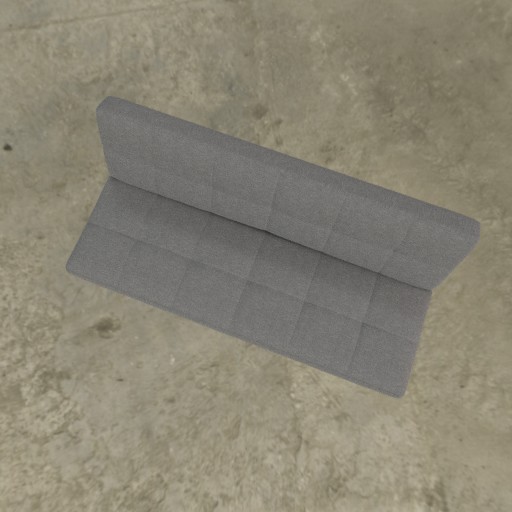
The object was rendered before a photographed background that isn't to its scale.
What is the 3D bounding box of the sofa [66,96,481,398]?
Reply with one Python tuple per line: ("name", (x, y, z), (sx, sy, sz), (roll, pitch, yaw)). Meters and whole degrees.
("sofa", (0.000, 0.000, 2.230), (1.820, 0.770, 0.820), (20, 77, 5))
